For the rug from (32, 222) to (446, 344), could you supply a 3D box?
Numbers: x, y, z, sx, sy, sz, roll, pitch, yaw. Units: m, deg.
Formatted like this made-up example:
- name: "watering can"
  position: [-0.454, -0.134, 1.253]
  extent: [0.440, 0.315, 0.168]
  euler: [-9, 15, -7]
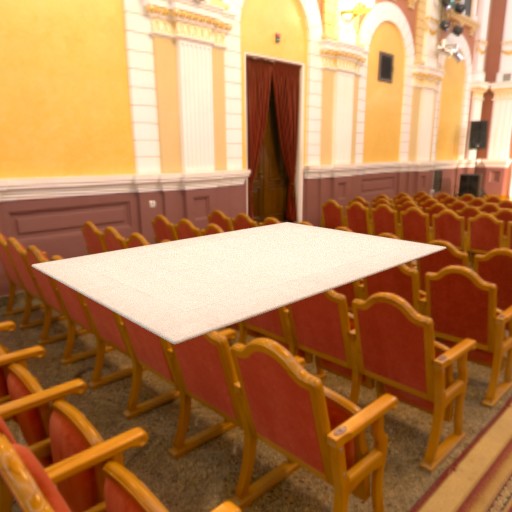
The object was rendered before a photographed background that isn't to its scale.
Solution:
- name: "rug"
  position: [0.000, 0.000, 2.319]
  extent: [1.829, 0.013, 1.219]
  euler: [-13, 19, -42]
